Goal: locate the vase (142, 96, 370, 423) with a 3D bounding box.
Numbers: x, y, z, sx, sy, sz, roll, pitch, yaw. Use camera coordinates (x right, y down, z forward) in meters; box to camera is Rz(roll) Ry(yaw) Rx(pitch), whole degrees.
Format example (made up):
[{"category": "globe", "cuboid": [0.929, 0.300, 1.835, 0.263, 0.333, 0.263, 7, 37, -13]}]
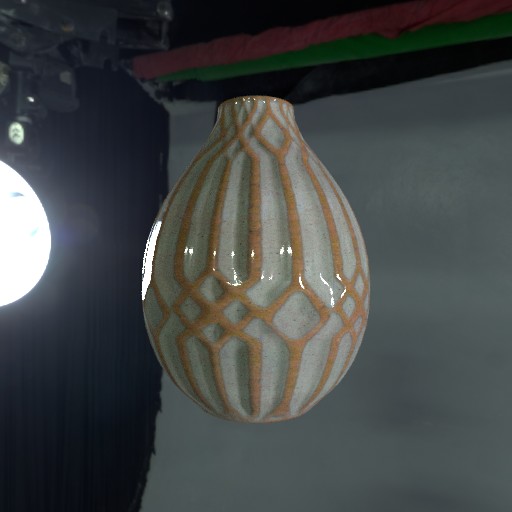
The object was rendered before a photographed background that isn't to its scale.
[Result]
[{"category": "vase", "cuboid": [0.000, 0.000, 0.263, 0.131, 0.175, 0.131, 0, 1, 0]}]
